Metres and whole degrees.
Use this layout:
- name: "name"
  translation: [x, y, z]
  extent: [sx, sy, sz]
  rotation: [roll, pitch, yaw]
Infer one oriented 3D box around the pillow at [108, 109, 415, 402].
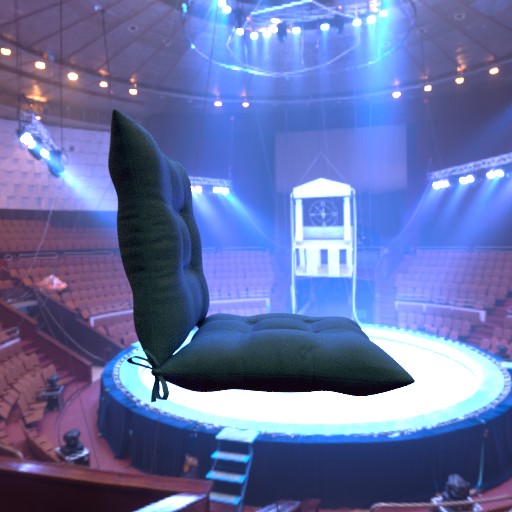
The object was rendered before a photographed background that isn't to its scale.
- name: "pillow"
  translation: [0.000, 0.000, 1.028]
  extent: [0.585, 0.536, 0.541]
  rotation: [0, 1, 2]
